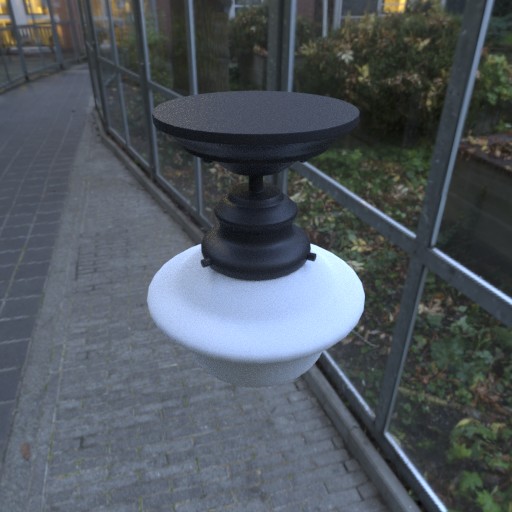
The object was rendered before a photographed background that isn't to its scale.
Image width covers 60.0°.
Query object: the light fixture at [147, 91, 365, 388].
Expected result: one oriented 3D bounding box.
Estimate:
[{"bbox_3d":[0.000,0.000,0.394,0.197,0.254,0.197,0,30,0],"label":"light fixture"}]
